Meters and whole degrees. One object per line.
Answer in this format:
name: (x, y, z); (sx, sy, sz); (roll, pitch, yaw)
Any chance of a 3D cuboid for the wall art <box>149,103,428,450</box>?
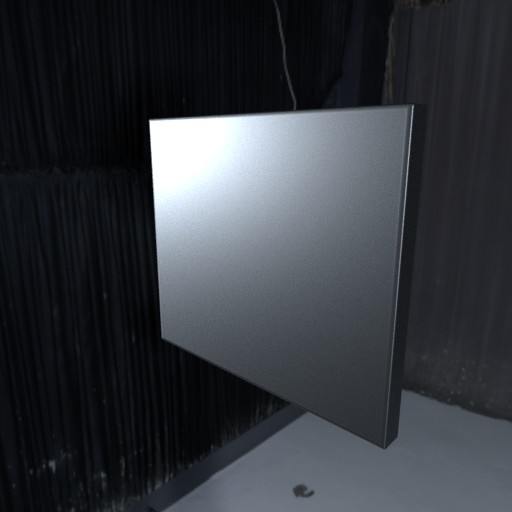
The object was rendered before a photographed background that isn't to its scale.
wall art: (0.000, 0.000, 0.539); (0.380, 0.330, 0.028); (13, 19, 42)
